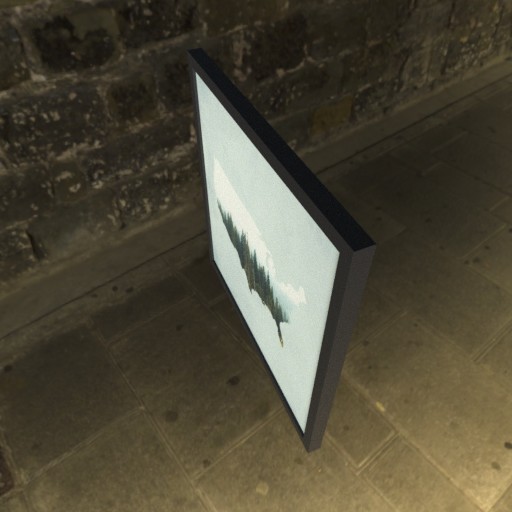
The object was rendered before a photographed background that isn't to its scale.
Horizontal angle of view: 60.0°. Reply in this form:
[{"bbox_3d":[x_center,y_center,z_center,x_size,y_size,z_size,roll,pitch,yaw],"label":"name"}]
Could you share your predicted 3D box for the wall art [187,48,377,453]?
[{"bbox_3d":[0.000,0.000,1.139,0.038,0.763,0.763,-18,49,-16],"label":"wall art"}]
